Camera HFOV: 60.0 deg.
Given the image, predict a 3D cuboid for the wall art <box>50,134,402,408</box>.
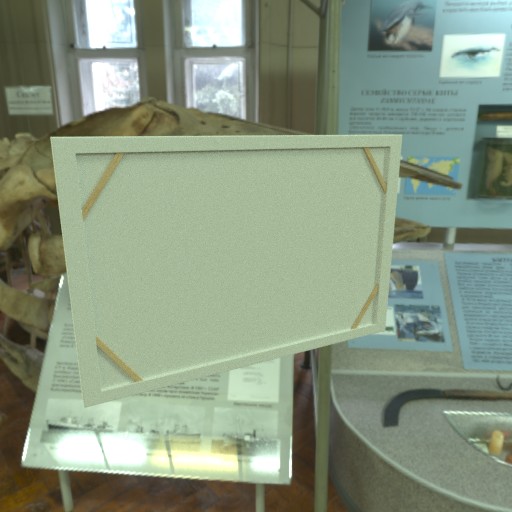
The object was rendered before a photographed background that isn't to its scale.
[{"bbox_3d":[0.000,0.000,1.163,0.914,0.609,0.038,-8,18,-26],"label":"wall art"}]
